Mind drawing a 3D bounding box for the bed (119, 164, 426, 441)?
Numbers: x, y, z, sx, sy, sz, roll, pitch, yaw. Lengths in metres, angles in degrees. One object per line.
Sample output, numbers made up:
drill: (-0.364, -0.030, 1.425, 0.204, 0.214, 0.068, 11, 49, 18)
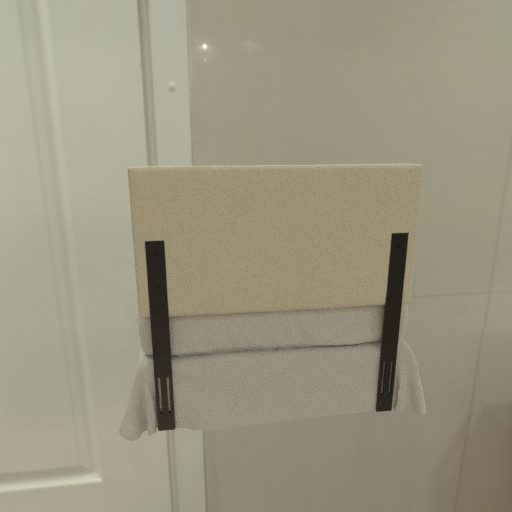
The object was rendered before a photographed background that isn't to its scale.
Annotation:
bed: (0.000, 0.000, 3.551, 1.936, 1.577, 2.222, -2, 16, -8)
